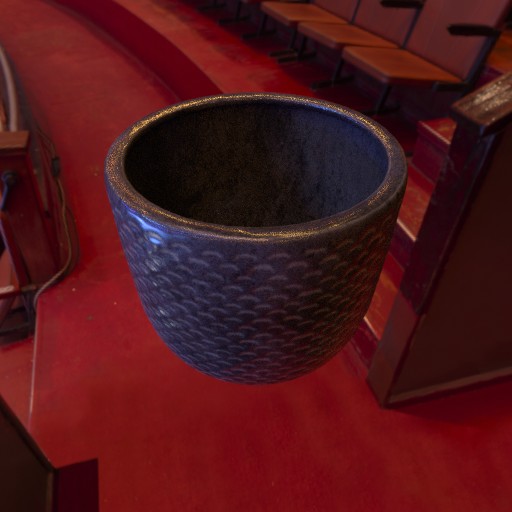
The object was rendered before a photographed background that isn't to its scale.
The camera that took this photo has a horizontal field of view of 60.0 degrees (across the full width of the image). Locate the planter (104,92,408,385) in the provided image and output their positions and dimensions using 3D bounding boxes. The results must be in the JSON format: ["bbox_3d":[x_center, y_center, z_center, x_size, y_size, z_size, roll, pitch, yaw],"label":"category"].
[{"bbox_3d":[0.000,0.000,0.354,0.197,0.191,0.197,0,41,0],"label":"planter"}]
